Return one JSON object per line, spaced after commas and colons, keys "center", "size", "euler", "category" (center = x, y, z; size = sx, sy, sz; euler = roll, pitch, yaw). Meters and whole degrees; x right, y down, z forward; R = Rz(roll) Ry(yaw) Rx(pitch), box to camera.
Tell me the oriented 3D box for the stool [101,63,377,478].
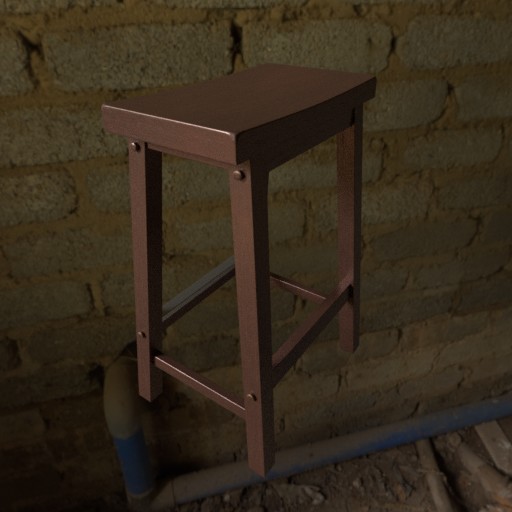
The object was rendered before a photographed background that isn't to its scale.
{"center": [0.000, 0.000, 0.842], "size": [0.322, 0.610, 0.406], "euler": [21, 38, 29], "category": "stool"}
